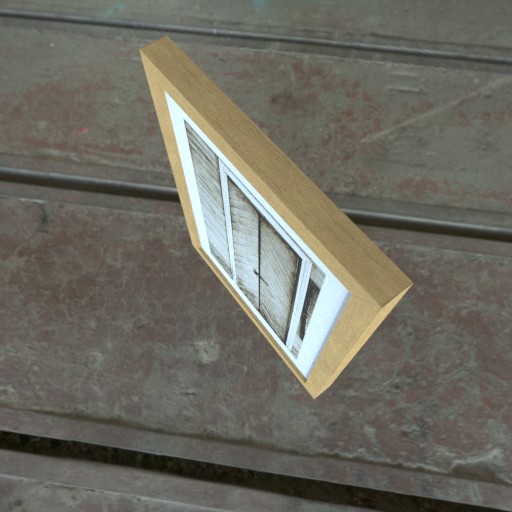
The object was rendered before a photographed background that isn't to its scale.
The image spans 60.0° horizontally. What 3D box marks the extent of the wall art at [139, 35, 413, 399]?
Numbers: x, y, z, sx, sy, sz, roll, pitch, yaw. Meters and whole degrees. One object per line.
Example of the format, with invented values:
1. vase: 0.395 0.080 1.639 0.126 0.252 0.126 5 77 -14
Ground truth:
1. wall art: 0.000 0.000 0.520 0.030 0.380 0.312 -34 68 -16
